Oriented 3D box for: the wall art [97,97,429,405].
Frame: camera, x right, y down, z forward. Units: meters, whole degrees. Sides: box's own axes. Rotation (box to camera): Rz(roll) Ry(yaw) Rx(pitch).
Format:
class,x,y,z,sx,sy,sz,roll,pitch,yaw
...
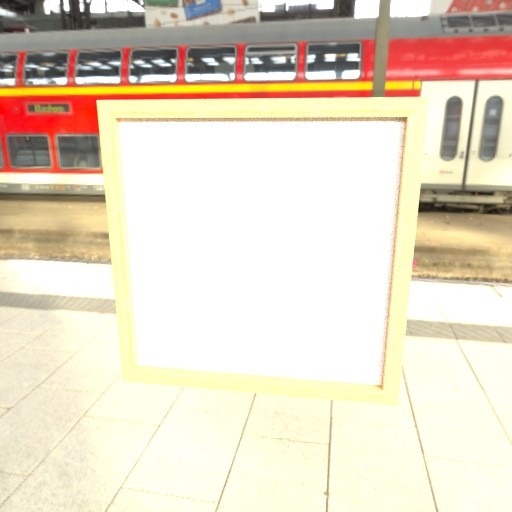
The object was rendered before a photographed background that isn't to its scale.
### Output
class,x,y,z,sx,sy,sz,roll,pitch,yaw
wall art,0.000,0.000,0.455,0.303,0.303,0.028,2,16,8
